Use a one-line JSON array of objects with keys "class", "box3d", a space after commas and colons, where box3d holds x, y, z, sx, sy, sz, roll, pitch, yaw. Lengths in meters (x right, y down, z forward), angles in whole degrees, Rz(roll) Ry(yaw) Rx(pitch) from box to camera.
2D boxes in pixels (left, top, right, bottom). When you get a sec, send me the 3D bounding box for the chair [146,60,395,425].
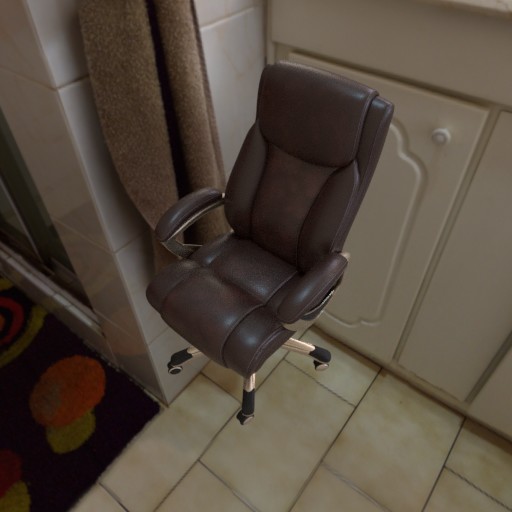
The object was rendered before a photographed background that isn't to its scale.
[{"class": "chair", "box3d": [0.000, 0.000, 1.670, 0.692, 1.194, 0.749, 31, 53, 27]}]
